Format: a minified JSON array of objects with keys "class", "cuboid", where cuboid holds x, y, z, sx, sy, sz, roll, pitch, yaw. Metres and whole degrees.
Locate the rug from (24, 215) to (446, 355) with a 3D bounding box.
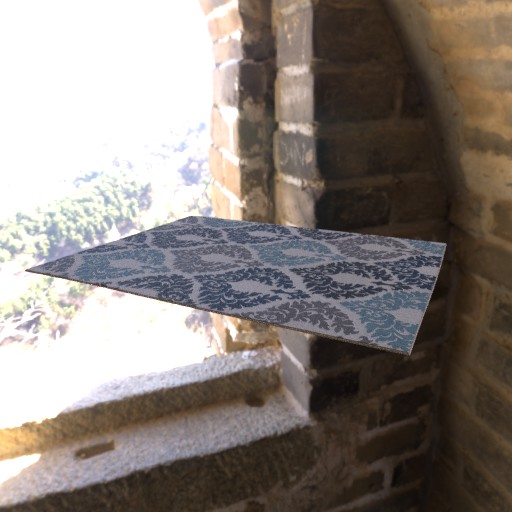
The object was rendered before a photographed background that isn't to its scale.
[{"class":"rug","cuboid":[0.000,0.000,4.006,3.040,0.014,2.423,8,19,25]}]
